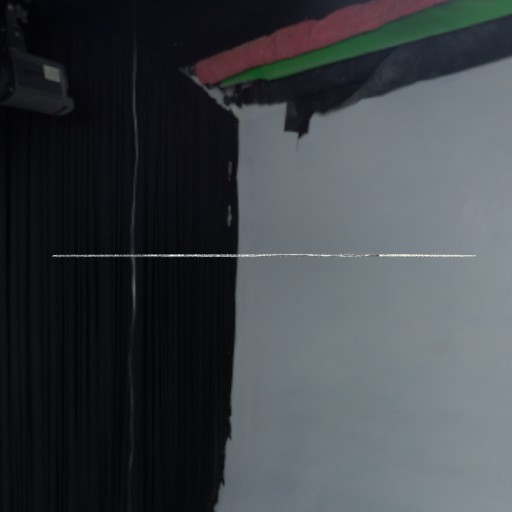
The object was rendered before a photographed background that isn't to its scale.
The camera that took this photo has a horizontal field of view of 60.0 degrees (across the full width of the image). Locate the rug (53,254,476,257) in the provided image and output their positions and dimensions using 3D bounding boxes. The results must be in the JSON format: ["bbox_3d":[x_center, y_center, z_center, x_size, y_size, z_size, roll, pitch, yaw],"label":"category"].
[{"bbox_3d":[0.000,0.000,2.988,2.440,0.010,1.529,0,0,36],"label":"rug"}]
